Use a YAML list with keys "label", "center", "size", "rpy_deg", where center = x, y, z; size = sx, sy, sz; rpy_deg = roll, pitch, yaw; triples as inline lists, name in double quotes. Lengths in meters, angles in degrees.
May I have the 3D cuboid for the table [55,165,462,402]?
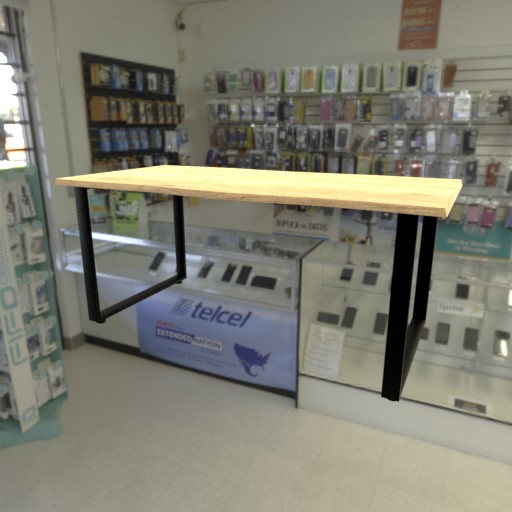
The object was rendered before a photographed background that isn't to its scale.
- label: "table"
  center: [0.000, 0.000, 2.271]
  size: [1.800, 0.780, 0.900]
  rpy_deg: [8, 18, 26]
